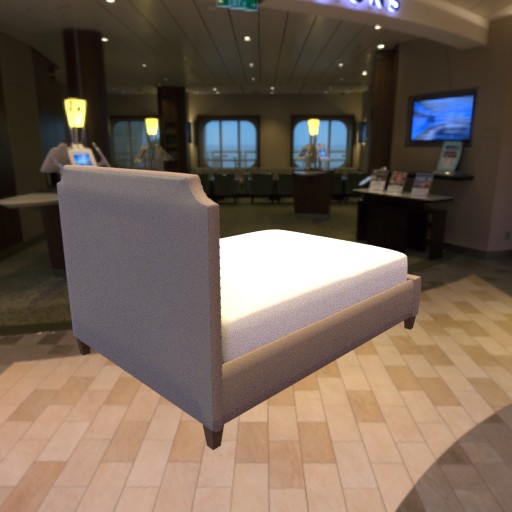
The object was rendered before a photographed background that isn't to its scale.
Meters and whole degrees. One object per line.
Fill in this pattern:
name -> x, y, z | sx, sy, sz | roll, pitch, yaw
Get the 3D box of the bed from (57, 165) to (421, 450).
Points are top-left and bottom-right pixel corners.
bed -> 0.000, 0.000, 3.503 | 1.713, 1.443, 2.372 | 14, 20, 43
